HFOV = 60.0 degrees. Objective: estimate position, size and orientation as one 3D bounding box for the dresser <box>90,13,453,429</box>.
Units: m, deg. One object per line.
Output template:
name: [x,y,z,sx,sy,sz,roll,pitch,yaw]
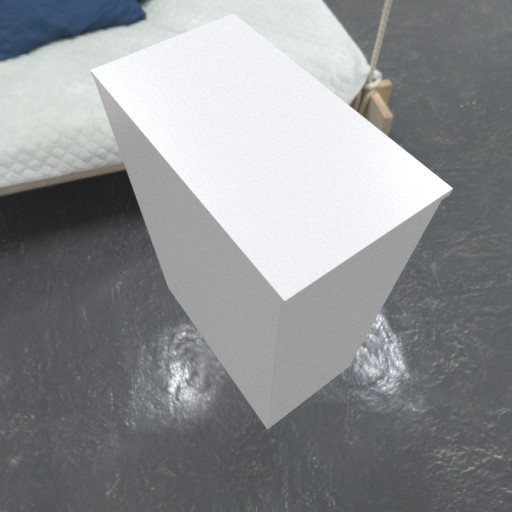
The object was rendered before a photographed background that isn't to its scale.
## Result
dresser: [0.000,0.000,1.328,0.401,1.021,0.704,-32,63,-18]
